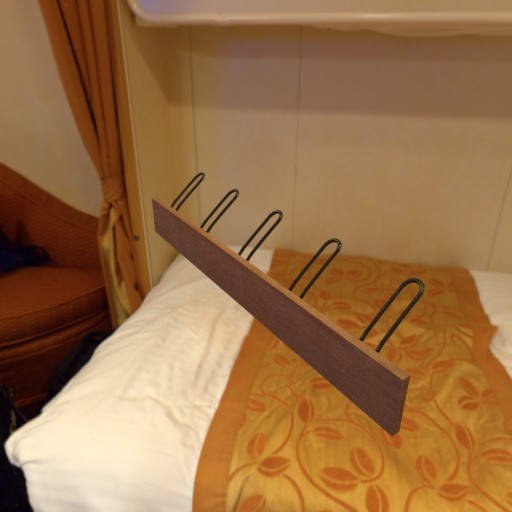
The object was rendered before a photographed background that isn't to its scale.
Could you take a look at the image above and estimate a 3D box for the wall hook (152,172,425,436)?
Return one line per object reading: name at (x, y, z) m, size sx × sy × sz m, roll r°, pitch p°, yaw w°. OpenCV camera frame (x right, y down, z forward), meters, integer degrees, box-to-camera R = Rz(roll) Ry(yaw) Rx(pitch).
wall hook at (0.000, 0.000, 0.594) m, size 0.076 × 0.116 × 0.554 m, roll -16°, pitch 30°, yaw -29°
